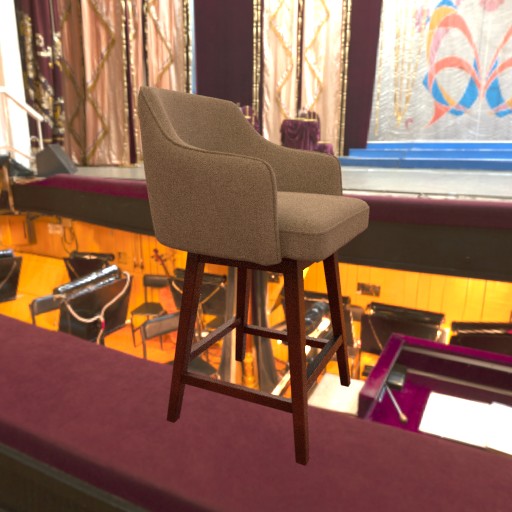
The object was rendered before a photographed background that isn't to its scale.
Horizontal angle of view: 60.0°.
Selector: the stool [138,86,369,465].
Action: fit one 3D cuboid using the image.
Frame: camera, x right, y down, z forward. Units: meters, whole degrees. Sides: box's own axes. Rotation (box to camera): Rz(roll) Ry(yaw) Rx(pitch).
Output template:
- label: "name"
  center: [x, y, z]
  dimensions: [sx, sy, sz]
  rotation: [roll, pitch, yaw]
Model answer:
- label: "stool"
  center: [0.000, 0.000, 1.313]
  dimensions: [0.558, 0.944, 0.599]
  rotation: [7, 15, 25]
